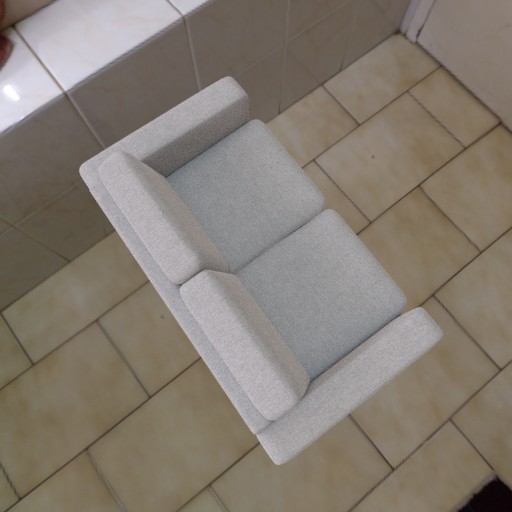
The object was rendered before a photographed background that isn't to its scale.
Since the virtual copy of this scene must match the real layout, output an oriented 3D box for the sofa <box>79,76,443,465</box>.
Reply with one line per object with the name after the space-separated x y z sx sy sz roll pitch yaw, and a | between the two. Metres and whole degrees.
0.000 0.000 2.066 0.900 0.800 1.540 -35 77 -9 | sofa
